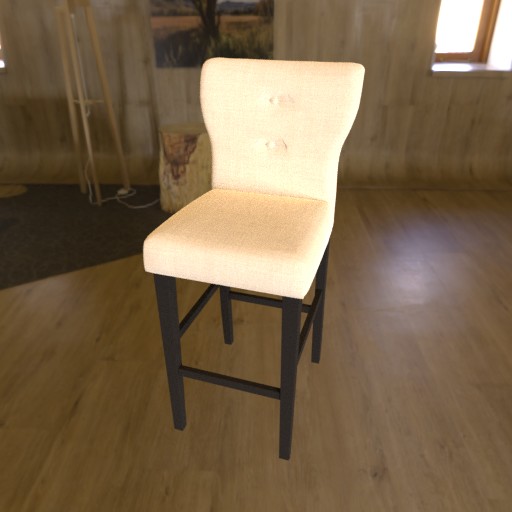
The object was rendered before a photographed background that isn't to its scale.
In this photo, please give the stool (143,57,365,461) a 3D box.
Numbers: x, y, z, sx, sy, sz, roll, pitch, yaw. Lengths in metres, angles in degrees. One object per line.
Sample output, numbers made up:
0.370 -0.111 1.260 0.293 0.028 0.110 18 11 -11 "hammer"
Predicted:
0.000 0.000 1.426 0.516 1.124 0.603 9 29 16 "stool"
